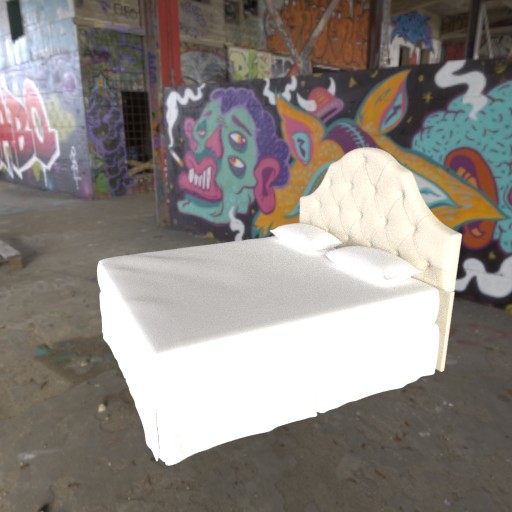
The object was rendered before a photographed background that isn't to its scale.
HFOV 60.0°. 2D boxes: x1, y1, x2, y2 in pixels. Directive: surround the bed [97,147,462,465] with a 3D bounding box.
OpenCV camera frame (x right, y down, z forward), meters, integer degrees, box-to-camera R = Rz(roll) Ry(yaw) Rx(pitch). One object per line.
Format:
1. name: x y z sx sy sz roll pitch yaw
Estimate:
1. bed: 0.000 0.000 3.488 2.214 1.615 2.008 -8 18 -26
